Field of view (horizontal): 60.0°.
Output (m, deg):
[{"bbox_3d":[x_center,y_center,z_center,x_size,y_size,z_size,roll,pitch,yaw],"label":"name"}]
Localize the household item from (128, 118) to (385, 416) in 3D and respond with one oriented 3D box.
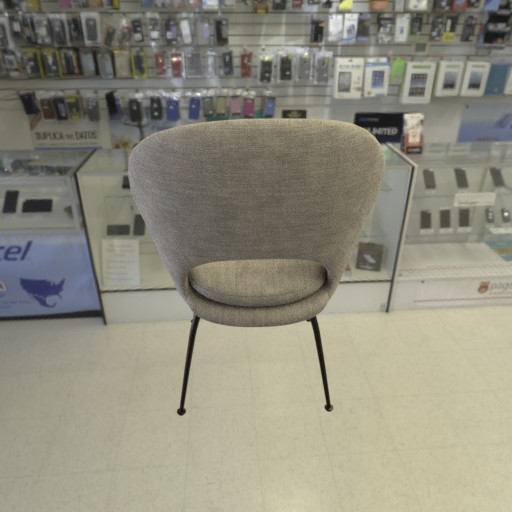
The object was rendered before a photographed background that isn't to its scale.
[{"bbox_3d":[0.000,0.000,1.264,0.643,0.869,0.587,-1,29,-2],"label":"household item"}]
